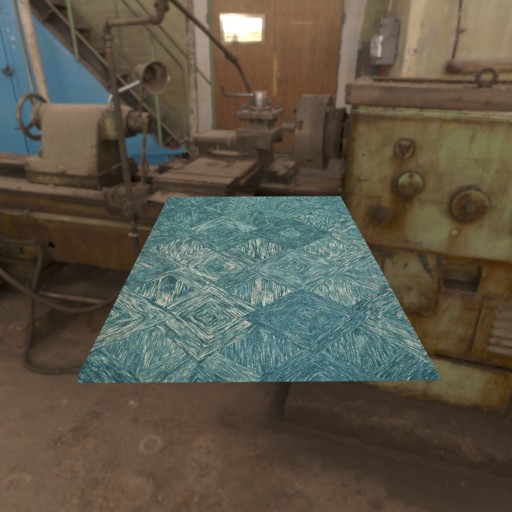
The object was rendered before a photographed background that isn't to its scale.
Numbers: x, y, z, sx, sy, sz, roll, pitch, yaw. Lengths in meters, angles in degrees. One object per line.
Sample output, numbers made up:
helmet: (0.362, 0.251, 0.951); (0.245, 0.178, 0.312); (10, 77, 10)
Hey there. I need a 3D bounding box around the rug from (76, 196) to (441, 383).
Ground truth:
rug: (0.000, 0.000, 2.822); (1.490, 0.015, 2.277); (0, 27, -1)
